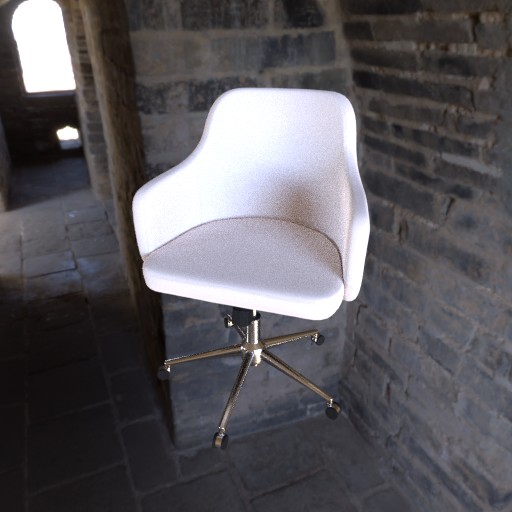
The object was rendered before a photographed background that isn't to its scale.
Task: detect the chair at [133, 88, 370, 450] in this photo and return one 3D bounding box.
[{"bbox_3d":[0.000,0.000,1.233,0.602,0.819,0.647,8,28,16],"label":"chair"}]
